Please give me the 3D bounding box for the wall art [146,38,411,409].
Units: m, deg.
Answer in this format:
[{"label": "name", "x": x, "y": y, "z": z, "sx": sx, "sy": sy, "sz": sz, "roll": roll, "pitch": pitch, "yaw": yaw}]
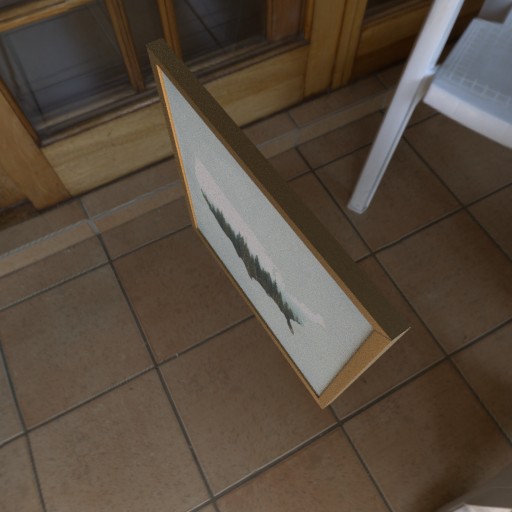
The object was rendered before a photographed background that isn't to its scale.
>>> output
[{"label": "wall art", "x": 0.000, "y": 0.000, "z": 1.132, "sx": 0.038, "sy": 0.762, "sz": 0.762, "roll": -31, "pitch": 68, "yaw": -14}]
